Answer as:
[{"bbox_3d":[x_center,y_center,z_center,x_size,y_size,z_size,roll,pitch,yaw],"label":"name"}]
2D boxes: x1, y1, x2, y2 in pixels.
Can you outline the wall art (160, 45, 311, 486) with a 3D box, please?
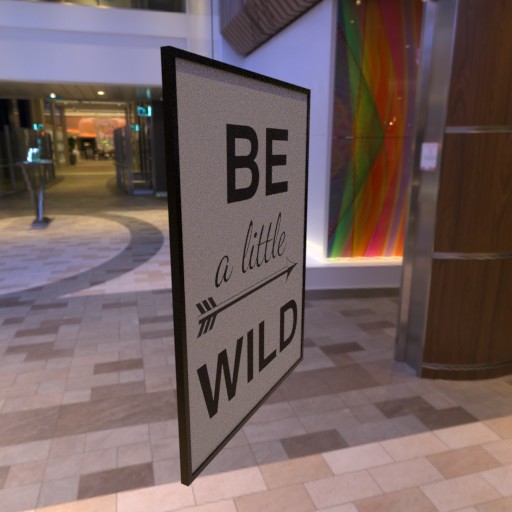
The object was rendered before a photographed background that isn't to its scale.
[{"bbox_3d":[0.000,0.000,0.758,0.013,0.582,0.442,7,15,27],"label":"wall art"}]
